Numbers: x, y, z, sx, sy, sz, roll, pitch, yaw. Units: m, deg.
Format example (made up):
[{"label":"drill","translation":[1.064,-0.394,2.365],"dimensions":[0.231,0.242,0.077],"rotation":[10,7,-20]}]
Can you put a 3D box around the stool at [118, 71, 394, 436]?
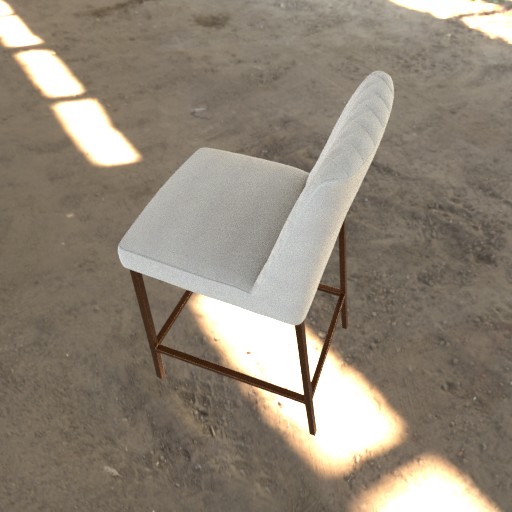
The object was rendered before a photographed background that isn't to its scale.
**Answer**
[{"label":"stool","translation":[0.000,0.000,1.265],"dimensions":[0.576,0.973,0.507],"rotation":[16,48,15]}]
